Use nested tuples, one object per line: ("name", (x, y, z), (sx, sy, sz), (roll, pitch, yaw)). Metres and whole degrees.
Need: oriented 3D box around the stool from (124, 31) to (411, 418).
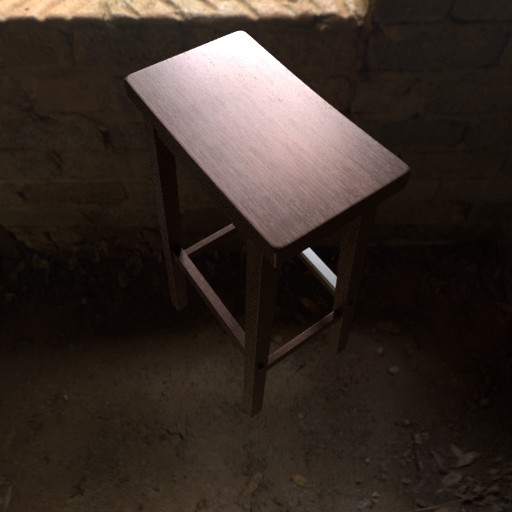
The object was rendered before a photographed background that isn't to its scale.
("stool", (0.000, 0.000, 0.959), (0.322, 0.742, 0.406), (-31, 63, -18))
